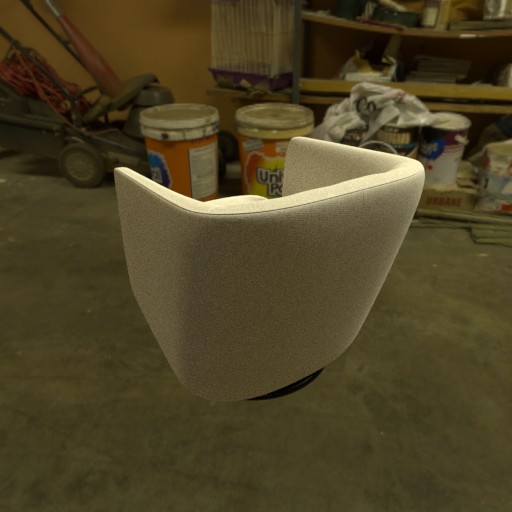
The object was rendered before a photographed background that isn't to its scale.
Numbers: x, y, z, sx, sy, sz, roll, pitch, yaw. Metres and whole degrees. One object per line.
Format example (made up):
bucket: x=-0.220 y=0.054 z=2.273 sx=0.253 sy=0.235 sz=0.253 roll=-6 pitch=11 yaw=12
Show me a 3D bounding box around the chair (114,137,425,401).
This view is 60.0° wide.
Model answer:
chair: x=0.000 y=0.000 z=1.629 sx=0.822 sy=0.861 sz=0.986 roll=-17 pitch=34 yaw=-27
